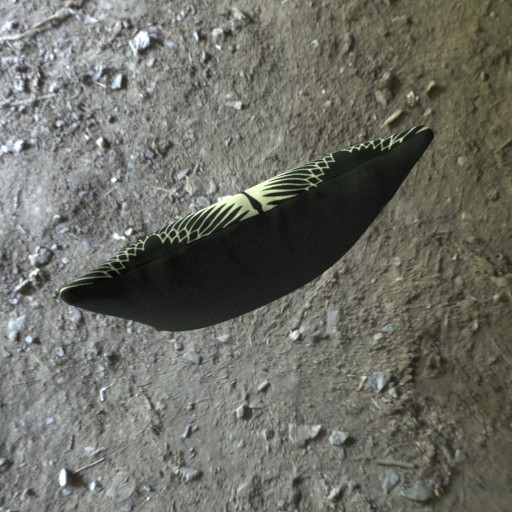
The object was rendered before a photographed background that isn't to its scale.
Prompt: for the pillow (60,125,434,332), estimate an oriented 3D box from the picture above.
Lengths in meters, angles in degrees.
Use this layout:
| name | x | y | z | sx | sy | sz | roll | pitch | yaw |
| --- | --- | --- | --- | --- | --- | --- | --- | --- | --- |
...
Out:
| name | x | y | z | sx | sy | sz | roll | pitch | yaw |
| --- | --- | --- | --- | --- | --- | --- | --- | --- | --- |
| pillow | 0.000 | 0.000 | 0.668 | 0.432 | 0.432 | 0.139 | -25 | 78 | -6 |
